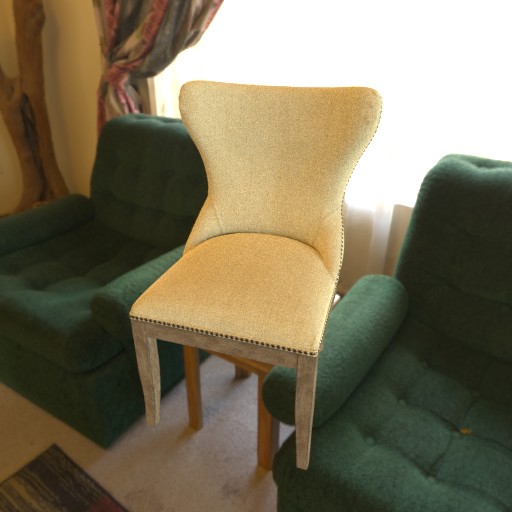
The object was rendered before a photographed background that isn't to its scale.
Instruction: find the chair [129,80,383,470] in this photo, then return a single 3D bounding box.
[{"bbox_3d":[0.000,0.000,1.429,0.654,1.002,0.681,9,29,16],"label":"chair"}]
